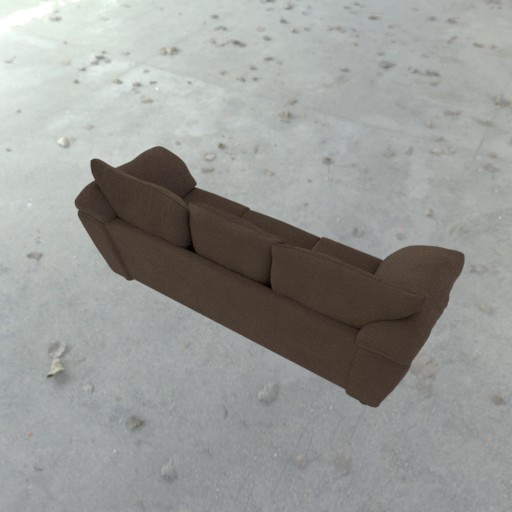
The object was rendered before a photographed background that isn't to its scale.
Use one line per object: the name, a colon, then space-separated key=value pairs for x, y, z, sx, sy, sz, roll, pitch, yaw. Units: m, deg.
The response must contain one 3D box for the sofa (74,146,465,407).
sofa: x=0.000 y=0.000 z=2.899 sx=2.336 sy=1.015 sz=0.878 roll=24 pitch=51 yaw=21
